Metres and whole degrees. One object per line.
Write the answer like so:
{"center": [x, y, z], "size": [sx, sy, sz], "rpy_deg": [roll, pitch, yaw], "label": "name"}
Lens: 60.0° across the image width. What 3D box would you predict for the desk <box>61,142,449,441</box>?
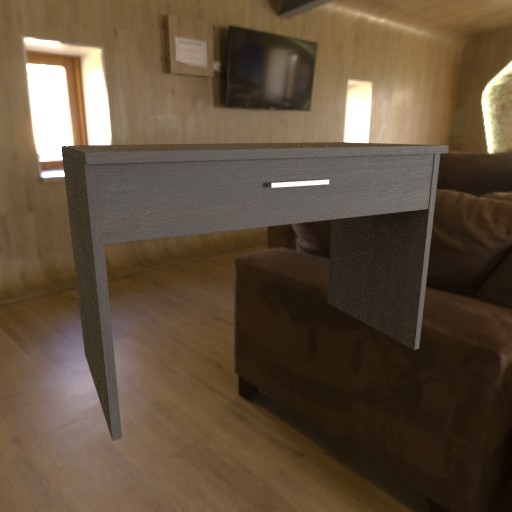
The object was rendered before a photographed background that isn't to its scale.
{"center": [0.000, 0.000, 1.506], "size": [1.099, 0.729, 0.557], "rpy_deg": [-8, 17, -27], "label": "desk"}
